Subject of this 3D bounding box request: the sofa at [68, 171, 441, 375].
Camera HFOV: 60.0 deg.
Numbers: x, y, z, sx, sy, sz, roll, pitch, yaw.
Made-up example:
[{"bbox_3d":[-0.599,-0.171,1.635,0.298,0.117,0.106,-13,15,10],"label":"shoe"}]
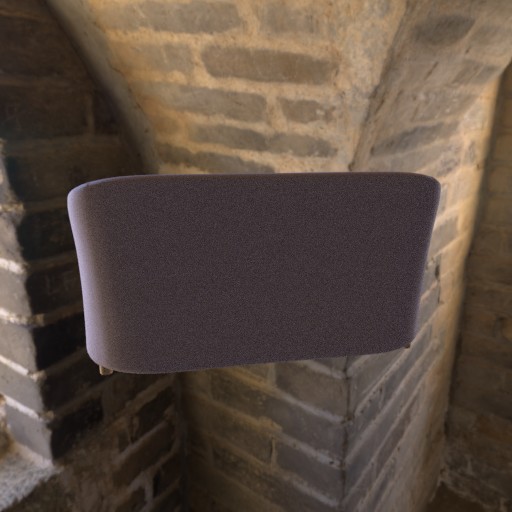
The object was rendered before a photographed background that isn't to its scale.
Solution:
[{"bbox_3d":[0.000,0.000,1.817,1.452,0.721,0.705,-3,15,-10],"label":"sofa"}]
